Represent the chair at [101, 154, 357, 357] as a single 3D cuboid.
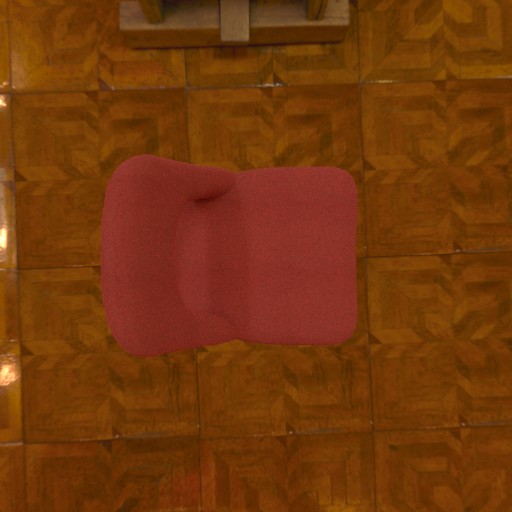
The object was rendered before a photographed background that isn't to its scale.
[{"bbox_3d":[0.000,0.000,1.214,0.569,0.892,0.483,0,90,-1],"label":"chair"}]
